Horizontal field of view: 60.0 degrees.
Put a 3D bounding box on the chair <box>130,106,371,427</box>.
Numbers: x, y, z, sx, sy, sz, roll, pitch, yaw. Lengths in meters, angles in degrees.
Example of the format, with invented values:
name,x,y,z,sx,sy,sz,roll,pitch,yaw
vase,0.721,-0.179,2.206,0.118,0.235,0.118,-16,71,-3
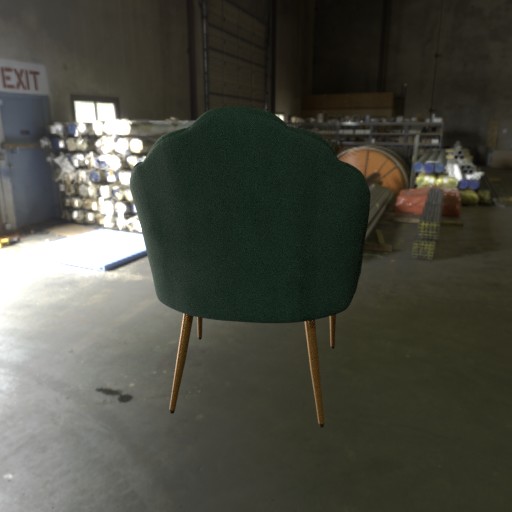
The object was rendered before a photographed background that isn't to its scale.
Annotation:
name,x,y,z,sx,sy,sz,roll,pitch,yaw
chair,0.000,0.000,1.310,0.657,0.819,0.599,2,17,8
